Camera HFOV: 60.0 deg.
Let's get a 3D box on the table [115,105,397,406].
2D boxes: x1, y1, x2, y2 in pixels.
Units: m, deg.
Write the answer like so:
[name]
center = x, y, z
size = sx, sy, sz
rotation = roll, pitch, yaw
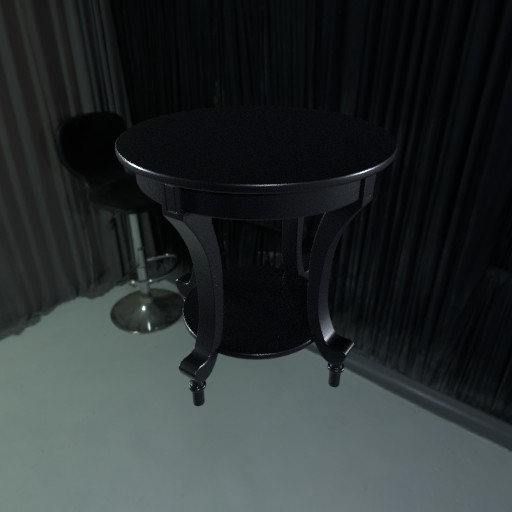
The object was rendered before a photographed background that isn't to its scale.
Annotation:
[table]
center = 0.000, 0.000, 1.128
size = 0.597, 0.618, 0.597
rotation = 0, 30, 0
